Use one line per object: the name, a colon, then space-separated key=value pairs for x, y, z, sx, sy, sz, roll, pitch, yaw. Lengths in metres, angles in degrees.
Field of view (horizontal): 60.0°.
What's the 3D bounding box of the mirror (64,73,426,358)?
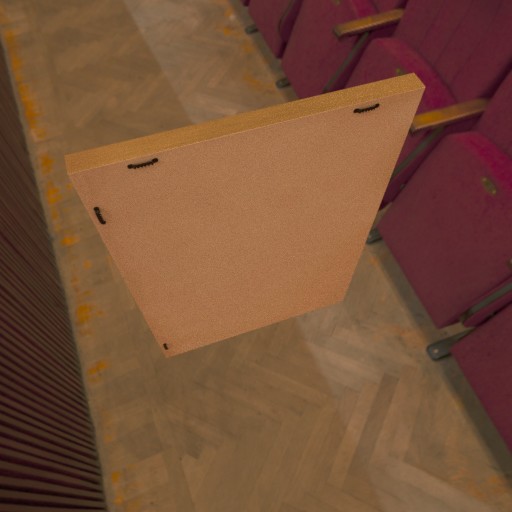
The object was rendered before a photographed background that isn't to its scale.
mirror: x=0.000 y=0.000 z=0.905 sx=0.507 sy=0.710 sz=0.039 roll=-16 pitch=60 yaw=-10
